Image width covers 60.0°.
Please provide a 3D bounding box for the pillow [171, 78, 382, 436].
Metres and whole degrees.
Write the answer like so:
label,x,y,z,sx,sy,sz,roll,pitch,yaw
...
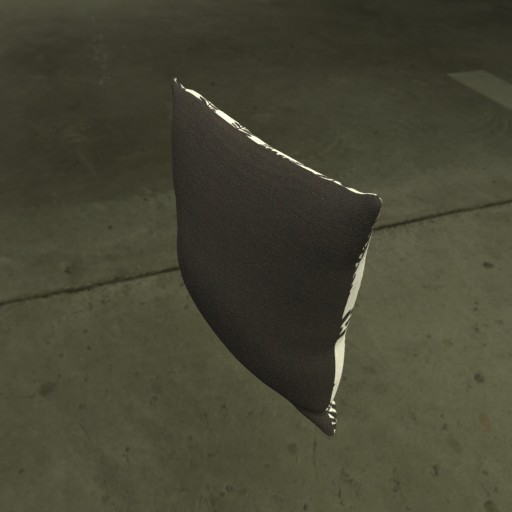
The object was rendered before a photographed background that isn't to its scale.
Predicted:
label,x,y,z,sx,sy,sz,roll,pitch,yaw
pillow,0.000,0.000,0.694,0.182,0.441,0.440,-25,47,-26
